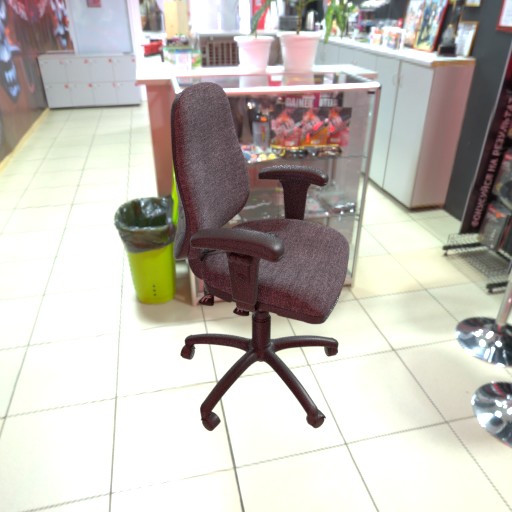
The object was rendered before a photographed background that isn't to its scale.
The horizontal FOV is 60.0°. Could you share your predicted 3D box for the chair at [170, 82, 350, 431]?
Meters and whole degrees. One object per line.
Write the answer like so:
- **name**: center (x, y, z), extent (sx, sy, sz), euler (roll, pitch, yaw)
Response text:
- **chair**: center (0.000, 0.000, 1.264), extent (0.530, 0.910, 0.550), euler (10, 32, 17)
